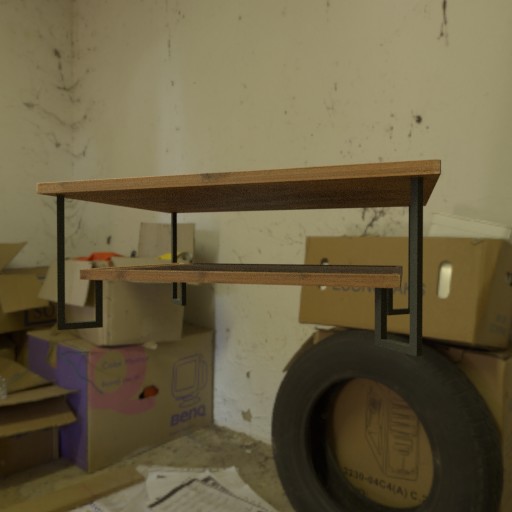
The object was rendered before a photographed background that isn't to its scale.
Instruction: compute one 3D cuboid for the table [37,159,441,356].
[{"bbox_3d":[0.000,0.000,1.686,1.238,0.492,0.877,0,1,19],"label":"table"}]
